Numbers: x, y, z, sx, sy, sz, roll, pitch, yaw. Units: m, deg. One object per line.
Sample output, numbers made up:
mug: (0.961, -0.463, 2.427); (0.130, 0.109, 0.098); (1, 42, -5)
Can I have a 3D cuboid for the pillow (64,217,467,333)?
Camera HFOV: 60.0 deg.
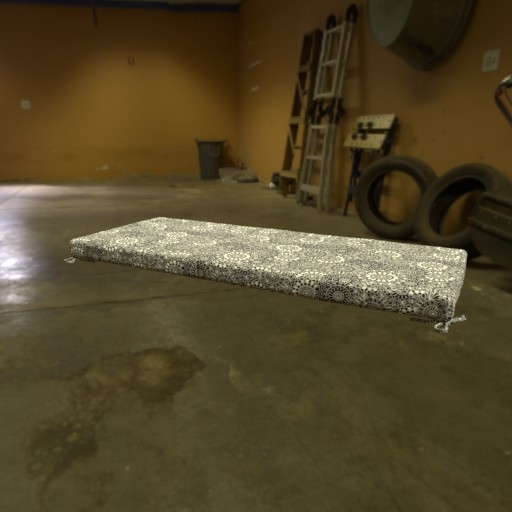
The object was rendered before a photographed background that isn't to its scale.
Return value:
pillow: (0.000, 0.000, 1.349); (1.187, 0.081, 0.492); (8, 17, 26)
